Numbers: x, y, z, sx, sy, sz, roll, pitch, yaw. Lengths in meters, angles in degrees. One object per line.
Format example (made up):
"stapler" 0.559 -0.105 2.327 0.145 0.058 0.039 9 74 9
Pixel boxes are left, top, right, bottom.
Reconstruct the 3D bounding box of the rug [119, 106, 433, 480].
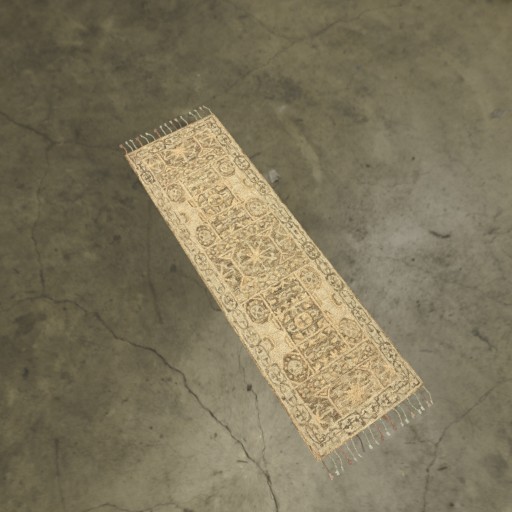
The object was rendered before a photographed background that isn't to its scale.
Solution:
"rug" 0.000 0.000 2.922 0.762 0.011 2.664 -30 68 -13
